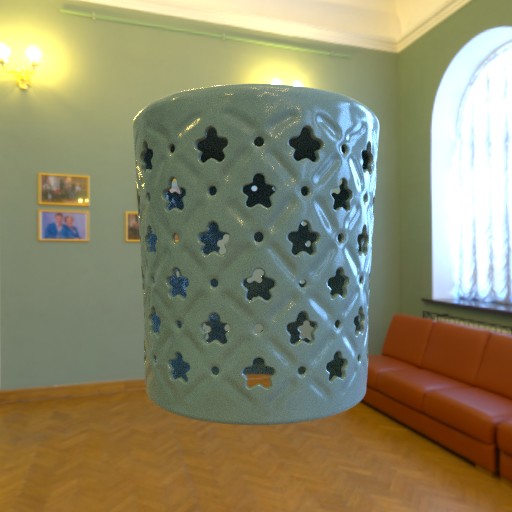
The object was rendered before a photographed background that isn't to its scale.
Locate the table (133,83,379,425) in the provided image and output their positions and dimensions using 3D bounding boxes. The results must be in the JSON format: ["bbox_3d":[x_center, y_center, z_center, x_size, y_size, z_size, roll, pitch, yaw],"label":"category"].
[{"bbox_3d":[0.000,0.000,0.656,0.352,0.387,0.352,0,0,0],"label":"table"}]
